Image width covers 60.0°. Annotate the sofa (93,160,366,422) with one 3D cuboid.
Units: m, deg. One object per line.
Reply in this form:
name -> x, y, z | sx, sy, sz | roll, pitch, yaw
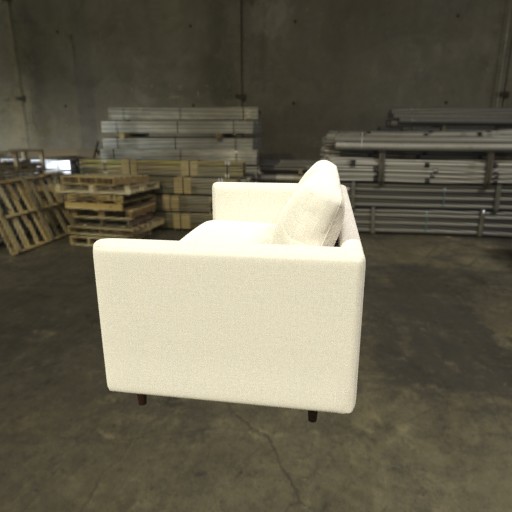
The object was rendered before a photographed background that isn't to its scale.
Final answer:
sofa -> 0.000, 0.000, 2.266 | 0.940, 0.893, 1.713 | 2, 16, 9
